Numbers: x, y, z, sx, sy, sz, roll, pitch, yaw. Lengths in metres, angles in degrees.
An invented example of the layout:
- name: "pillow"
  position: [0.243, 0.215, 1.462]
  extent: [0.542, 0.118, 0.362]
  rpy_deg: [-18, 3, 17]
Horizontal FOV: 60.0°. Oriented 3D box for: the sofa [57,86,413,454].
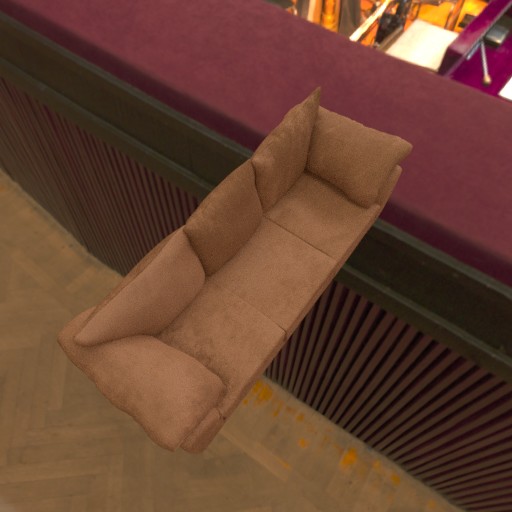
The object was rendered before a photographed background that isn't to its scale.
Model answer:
- name: "sofa"
  position: [0.000, 0.000, 2.805]
  extent: [0.893, 0.981, 2.377]
  rpy_deg: [32, 63, 18]
